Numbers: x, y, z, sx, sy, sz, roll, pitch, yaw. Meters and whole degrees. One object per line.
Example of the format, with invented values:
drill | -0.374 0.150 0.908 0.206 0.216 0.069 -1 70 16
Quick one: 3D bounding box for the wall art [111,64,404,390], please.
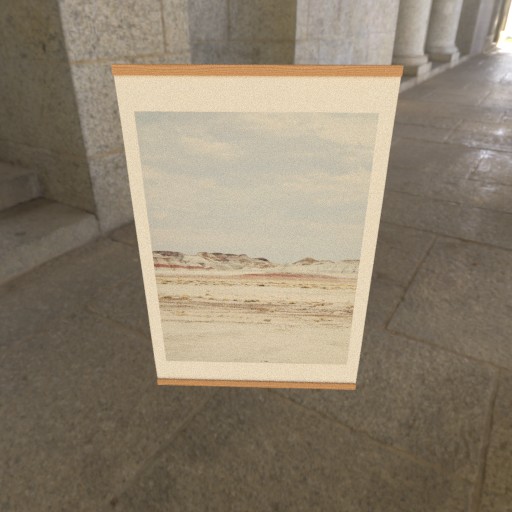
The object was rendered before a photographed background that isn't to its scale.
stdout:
wall art | 0.000 0.000 1.911 1.011 1.521 0.025 1 29 2
